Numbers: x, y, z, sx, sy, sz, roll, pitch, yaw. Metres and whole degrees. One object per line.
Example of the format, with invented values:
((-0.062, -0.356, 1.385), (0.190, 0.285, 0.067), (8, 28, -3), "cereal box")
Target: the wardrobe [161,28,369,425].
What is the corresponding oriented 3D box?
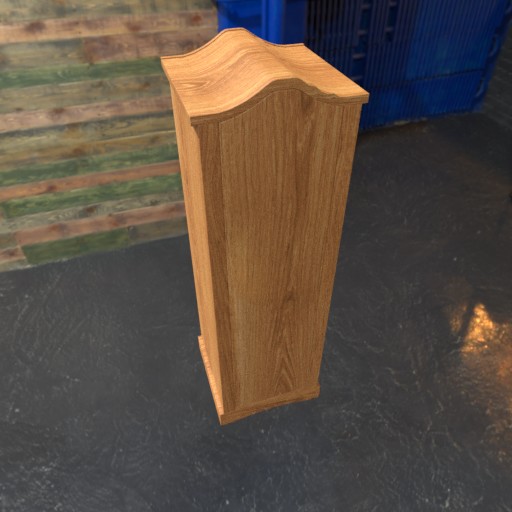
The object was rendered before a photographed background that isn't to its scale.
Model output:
((0.000, 0.000, 2.128), (0.590, 1.870, 0.570), (-12, 42, -13), "wardrobe")
